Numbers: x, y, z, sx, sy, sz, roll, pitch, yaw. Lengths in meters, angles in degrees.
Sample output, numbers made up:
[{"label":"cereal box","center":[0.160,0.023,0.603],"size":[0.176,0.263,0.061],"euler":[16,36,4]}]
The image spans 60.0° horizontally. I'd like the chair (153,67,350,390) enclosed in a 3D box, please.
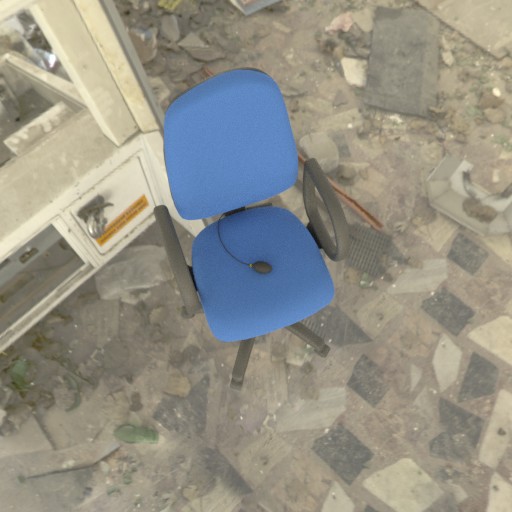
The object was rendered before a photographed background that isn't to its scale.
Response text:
[{"label":"chair","center":[0.000,0.000,1.276],"size":[0.552,0.905,0.549],"euler":[-19,66,-9]}]
